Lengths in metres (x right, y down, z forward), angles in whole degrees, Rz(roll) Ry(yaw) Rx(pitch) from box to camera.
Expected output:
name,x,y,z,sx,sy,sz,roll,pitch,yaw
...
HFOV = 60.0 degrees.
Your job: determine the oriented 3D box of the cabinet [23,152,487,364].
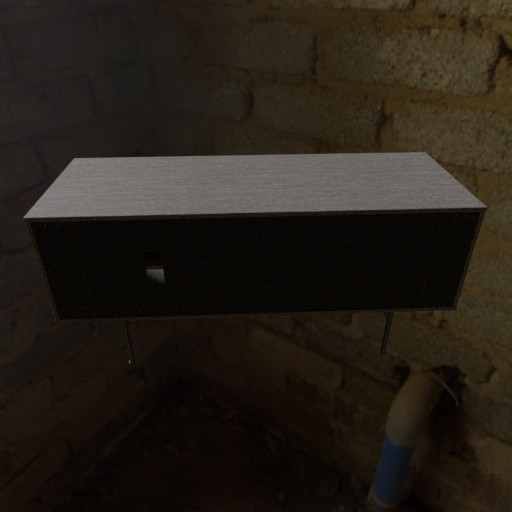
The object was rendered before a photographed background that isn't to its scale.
name,x,y,z,sx,sy,sz,roll,pitch,yaw
cabinet,0.000,0.000,1.609,1.300,0.599,0.500,-2,32,-2
